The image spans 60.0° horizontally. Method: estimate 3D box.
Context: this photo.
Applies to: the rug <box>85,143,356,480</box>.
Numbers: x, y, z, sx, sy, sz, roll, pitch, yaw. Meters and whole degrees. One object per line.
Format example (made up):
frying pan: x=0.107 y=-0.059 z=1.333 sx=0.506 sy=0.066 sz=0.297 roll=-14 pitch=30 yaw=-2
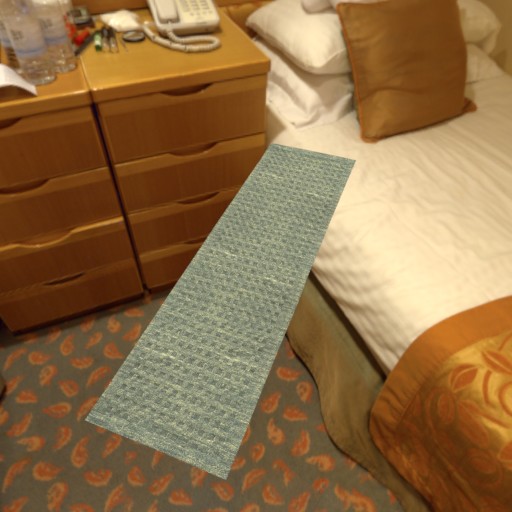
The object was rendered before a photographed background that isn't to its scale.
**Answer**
rug: x=0.000 y=0.000 z=2.675 sx=0.688 sy=0.008 sz=2.443 roll=16 pitch=48 yaw=15
